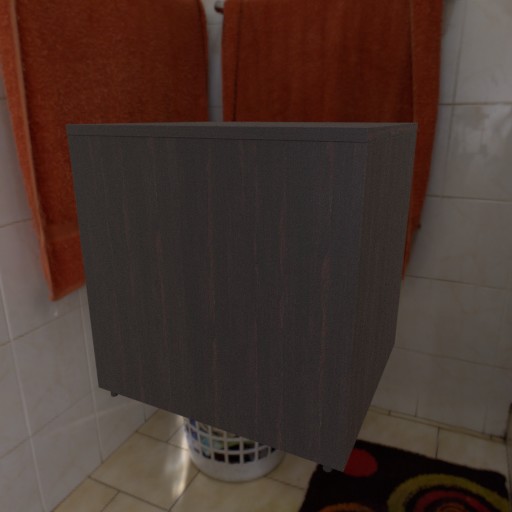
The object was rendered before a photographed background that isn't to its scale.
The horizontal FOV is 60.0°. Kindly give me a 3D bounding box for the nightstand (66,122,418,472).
[{"bbox_3d":[0.000,0.000,0.803,0.461,0.460,0.400,8,19,25],"label":"nightstand"}]
